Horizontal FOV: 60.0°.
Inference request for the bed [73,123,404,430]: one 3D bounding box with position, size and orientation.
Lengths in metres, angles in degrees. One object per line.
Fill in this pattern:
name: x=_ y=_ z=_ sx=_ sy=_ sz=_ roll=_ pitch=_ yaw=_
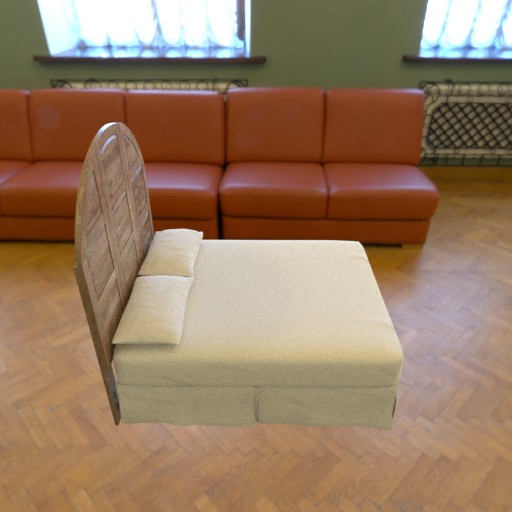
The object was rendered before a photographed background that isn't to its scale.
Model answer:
bed: x=0.000 y=0.000 z=3.471 sx=2.112 sy=2.002 sz=1.713 roll=0 pitch=33 yaw=0
